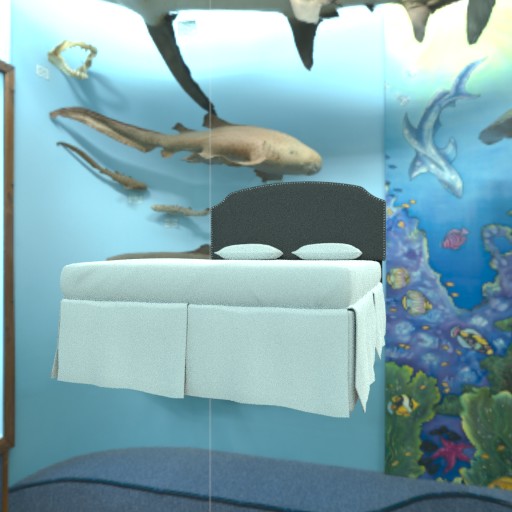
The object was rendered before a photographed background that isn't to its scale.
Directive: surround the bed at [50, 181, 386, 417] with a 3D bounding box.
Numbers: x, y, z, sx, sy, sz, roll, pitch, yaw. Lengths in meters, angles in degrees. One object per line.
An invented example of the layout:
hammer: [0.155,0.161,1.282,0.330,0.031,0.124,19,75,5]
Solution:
bed: [0.000,0.000,2.876,1.558,1.270,1.999,0,0,19]
